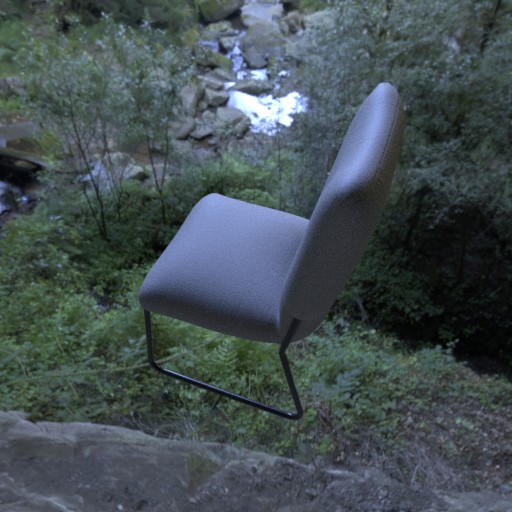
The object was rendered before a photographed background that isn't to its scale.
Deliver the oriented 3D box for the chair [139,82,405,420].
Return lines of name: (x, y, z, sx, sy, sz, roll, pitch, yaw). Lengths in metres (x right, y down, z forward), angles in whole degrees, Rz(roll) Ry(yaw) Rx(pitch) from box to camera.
chair: (0.000, 0.000, 1.168, 0.560, 0.864, 0.448, 16, 50, 13)
